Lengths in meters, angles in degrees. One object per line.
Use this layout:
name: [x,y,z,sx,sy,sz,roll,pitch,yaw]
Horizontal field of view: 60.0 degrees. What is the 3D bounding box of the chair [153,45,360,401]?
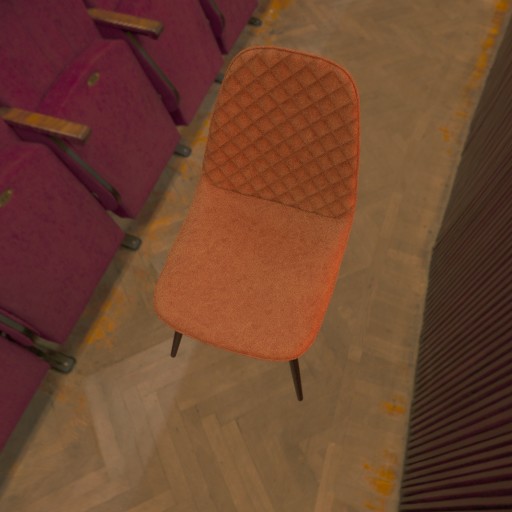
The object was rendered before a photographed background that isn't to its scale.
chair: [0.000,0.000,1.215,0.472,0.889,0.561,16,60,10]
